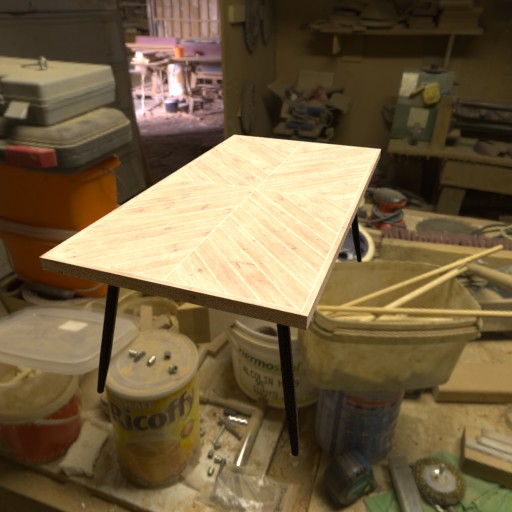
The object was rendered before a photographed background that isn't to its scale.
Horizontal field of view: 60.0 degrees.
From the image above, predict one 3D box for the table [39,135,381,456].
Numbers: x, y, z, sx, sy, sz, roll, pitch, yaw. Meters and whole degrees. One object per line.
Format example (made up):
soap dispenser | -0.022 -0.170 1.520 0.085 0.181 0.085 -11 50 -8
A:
table | 0.000 0.000 2.365 0.991 0.762 1.803 10 31 18
